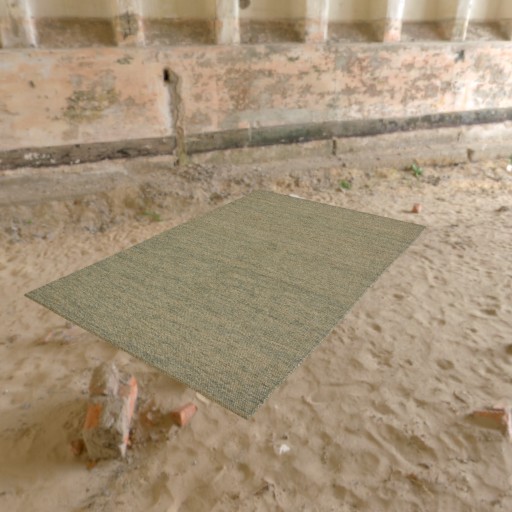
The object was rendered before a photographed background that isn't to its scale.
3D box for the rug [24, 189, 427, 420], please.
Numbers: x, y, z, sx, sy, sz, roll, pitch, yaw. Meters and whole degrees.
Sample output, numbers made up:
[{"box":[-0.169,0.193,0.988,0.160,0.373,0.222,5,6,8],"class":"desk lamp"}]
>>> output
[{"box":[0.000,0.000,2.894,1.547,0.013,2.283,18,32,31],"class":"rug"}]
